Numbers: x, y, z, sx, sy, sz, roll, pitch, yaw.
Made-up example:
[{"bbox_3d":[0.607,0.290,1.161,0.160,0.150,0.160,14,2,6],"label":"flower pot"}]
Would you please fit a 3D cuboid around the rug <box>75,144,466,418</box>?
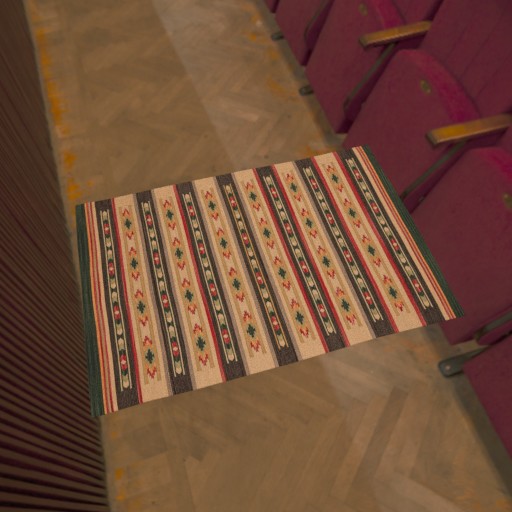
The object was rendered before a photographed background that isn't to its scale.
[{"bbox_3d":[0.000,0.000,2.365,1.825,0.009,1.221,-13,59,-8],"label":"rug"}]
